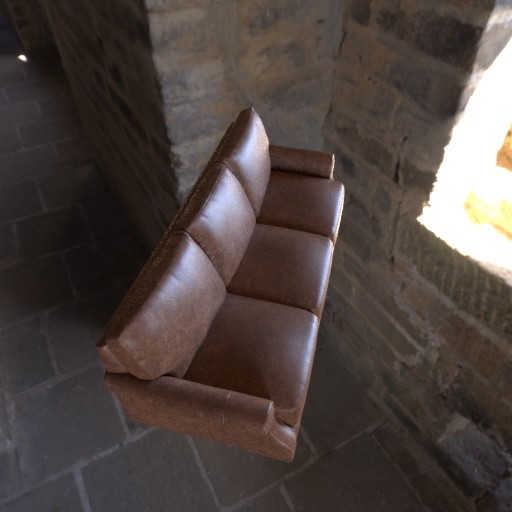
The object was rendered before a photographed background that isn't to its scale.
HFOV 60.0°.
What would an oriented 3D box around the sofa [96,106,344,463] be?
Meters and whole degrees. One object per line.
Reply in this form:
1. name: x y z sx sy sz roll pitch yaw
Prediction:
1. sofa: 0.000 0.000 2.885 0.973 0.977 2.351 10 46 10
